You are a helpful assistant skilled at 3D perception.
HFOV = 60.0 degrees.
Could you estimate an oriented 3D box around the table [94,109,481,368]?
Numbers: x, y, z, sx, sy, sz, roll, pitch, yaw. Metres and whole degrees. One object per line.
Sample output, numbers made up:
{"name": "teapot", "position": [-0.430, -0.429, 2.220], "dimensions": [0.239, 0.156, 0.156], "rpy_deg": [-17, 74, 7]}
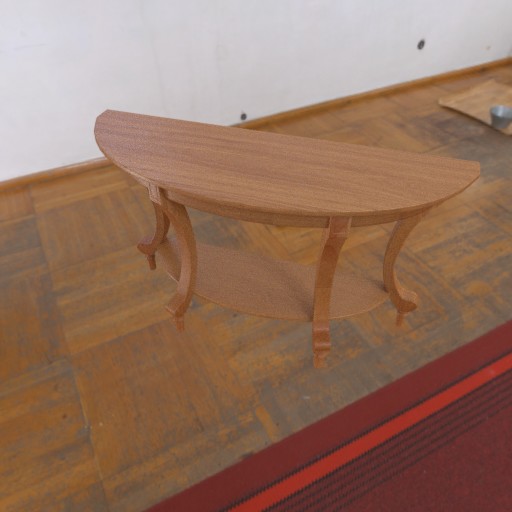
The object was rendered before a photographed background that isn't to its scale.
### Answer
{"name": "table", "position": [0.000, 0.000, 1.472], "dimensions": [1.198, 0.692, 0.394], "rpy_deg": [12, 43, 13]}
